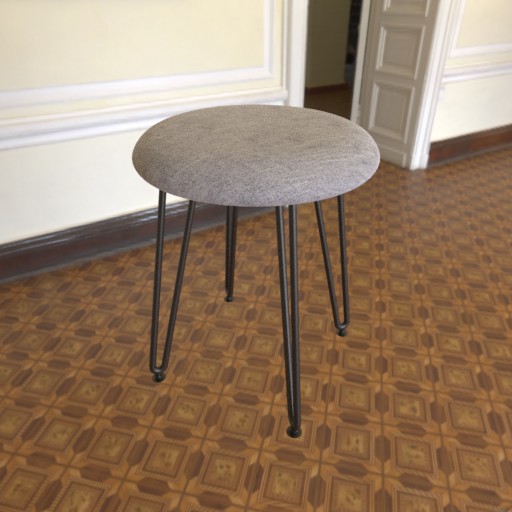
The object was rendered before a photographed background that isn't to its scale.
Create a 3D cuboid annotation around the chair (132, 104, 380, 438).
[{"bbox_3d":[0.000,0.000,0.649,0.350,0.386,0.350,-10,33,-16],"label":"chair"}]
